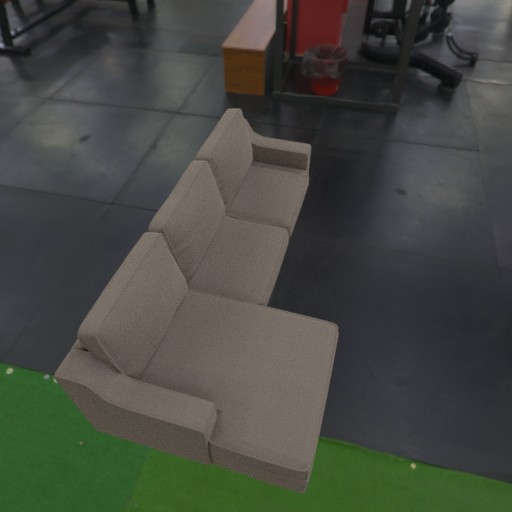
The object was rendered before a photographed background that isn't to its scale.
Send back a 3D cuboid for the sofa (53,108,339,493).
[{"bbox_3d":[0.000,0.000,3.030,1.294,0.928,2.561,12,48,11],"label":"sofa"}]
